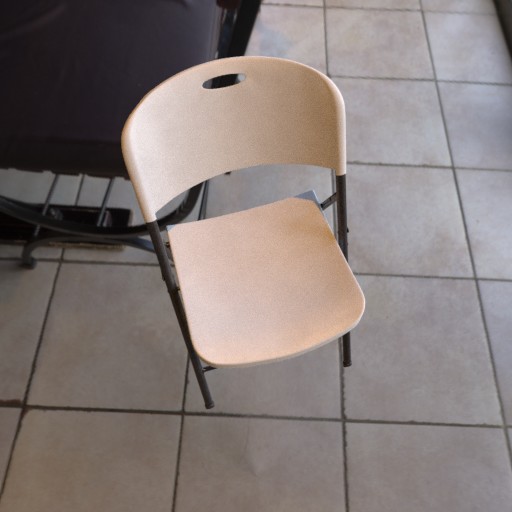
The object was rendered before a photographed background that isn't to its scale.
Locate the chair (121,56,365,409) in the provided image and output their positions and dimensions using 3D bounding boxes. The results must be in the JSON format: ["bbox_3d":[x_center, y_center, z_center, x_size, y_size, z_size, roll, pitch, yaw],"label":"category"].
[{"bbox_3d":[0.000,0.000,1.177,0.494,0.810,0.566,-15,65,-7],"label":"chair"}]
